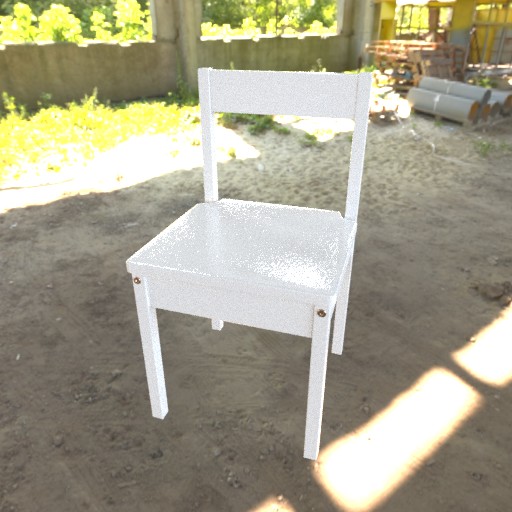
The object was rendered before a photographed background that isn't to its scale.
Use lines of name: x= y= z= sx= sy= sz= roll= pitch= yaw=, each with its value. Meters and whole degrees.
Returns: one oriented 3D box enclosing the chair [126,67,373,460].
chair: x=0.000 y=0.000 z=0.893 sx=0.367 sy=0.668 sz=0.361 roll=8 pitch=28 yaw=16
